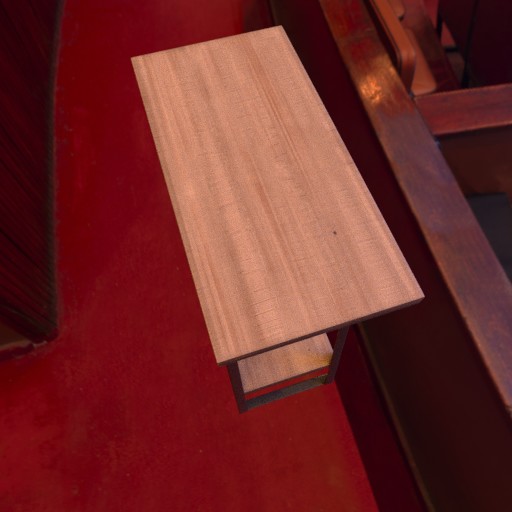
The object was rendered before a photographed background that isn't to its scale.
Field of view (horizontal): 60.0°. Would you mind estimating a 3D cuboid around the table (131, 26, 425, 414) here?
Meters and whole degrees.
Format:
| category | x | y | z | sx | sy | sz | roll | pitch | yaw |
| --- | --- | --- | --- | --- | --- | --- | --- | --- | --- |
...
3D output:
| category | x | y | z | sx | sy | sz | roll | pitch | yaw |
| --- | --- | --- | --- | --- | --- | --- | --- | --- | --- |
| table | 0.000 | 0.000 | 1.034 | 0.300 | 0.701 | 0.599 | -16 | 64 | -8 |
